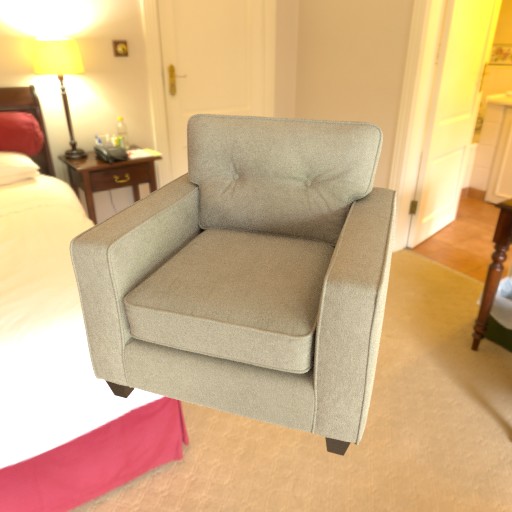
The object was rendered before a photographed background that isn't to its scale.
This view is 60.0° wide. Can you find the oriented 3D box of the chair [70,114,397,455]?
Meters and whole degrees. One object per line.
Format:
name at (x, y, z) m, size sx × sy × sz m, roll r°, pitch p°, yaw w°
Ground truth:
chair at (0.000, 0.000, 1.744) m, size 1.015 × 0.965 × 0.939 m, roll 8°, pitch 27°, yaw 16°
